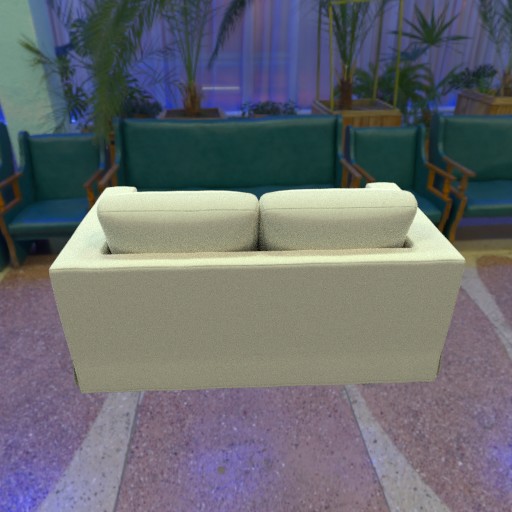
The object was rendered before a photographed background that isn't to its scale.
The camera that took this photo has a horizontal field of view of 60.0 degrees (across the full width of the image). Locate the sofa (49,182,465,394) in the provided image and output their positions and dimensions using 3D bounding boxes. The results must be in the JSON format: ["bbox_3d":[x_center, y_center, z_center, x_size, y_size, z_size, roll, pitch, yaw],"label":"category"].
[{"bbox_3d":[0.000,0.000,2.407,1.813,0.932,1.009,-1,29,-2],"label":"sofa"}]
